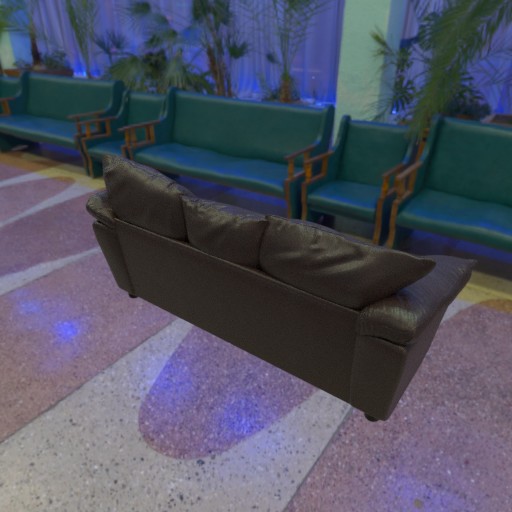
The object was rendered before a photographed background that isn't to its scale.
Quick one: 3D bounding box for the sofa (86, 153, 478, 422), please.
[{"bbox_3d":[0.000,0.000,2.824,2.390,1.091,0.907,20,35,31],"label":"sofa"}]
